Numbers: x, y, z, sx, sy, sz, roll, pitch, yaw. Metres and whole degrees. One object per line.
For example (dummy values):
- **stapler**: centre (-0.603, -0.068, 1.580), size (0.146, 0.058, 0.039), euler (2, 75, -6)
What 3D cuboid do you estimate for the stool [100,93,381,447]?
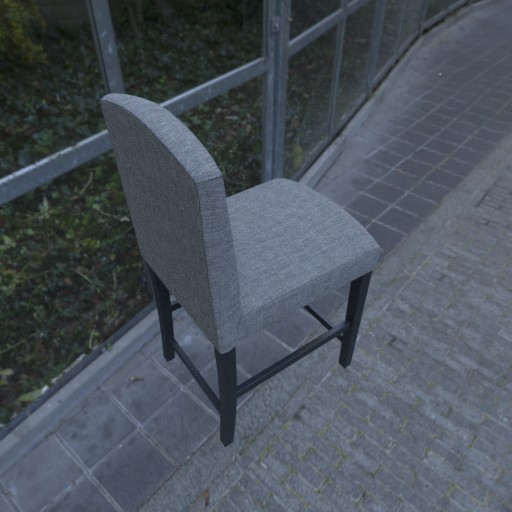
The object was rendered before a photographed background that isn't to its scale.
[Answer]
- **stool**: centre (0.000, 0.000, 1.257), size (0.552, 0.966, 0.451), euler (-25, 46, -26)
